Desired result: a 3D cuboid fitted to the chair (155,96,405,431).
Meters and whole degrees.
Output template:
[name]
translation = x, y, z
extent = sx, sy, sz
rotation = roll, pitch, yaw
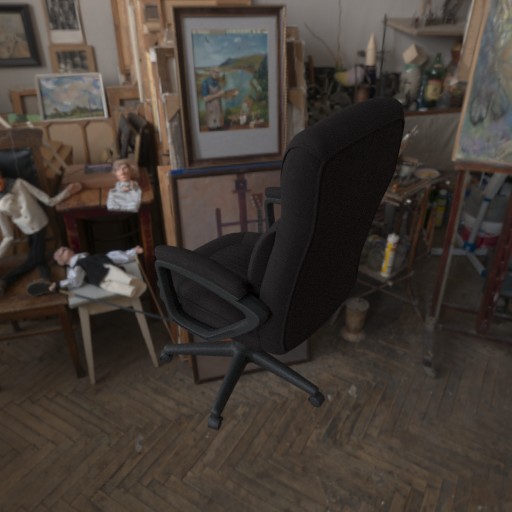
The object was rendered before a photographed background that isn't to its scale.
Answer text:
[chair]
translation = 0.000, 0.000, 1.535
extent = 0.724, 1.105, 0.667
rotation = 22, 38, 31
